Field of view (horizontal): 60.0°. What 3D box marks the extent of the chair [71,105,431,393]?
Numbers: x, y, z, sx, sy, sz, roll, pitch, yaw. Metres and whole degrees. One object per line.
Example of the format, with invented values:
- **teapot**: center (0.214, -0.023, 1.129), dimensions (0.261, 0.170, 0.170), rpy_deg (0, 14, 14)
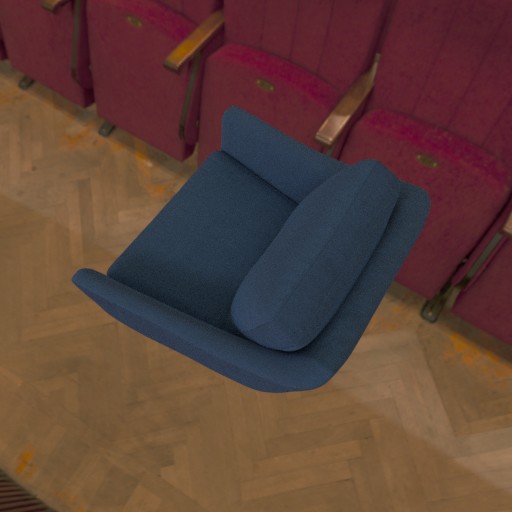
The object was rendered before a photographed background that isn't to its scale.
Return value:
- **chair**: center (0.000, 0.000, 1.737), dimensions (0.961, 0.899, 0.987), rpy_deg (31, 68, 14)
